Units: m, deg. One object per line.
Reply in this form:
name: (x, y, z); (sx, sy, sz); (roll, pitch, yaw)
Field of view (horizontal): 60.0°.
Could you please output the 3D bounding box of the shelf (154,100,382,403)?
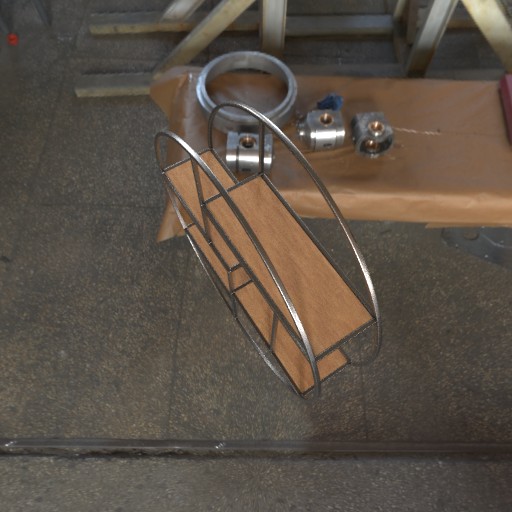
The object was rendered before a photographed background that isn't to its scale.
shelf: (0.000, 0.000, 1.356); (0.202, 0.888, 0.888); (-30, 67, -14)
